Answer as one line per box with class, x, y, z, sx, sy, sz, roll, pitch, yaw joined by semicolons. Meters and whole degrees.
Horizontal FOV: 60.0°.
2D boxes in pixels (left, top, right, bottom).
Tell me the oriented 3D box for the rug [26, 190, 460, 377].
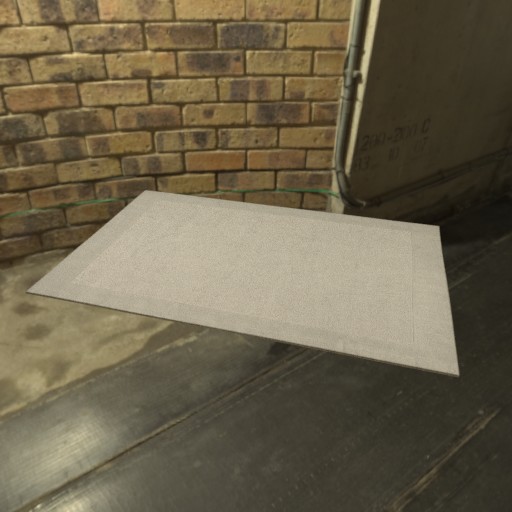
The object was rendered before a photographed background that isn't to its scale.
rug;0.000;0.000;2.991;2.438;0.014;1.524;9;34;13
